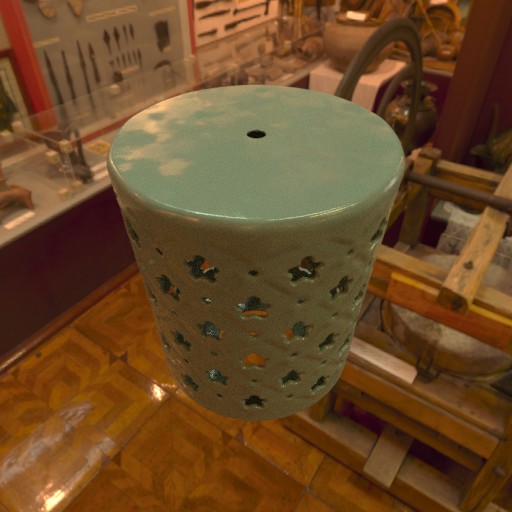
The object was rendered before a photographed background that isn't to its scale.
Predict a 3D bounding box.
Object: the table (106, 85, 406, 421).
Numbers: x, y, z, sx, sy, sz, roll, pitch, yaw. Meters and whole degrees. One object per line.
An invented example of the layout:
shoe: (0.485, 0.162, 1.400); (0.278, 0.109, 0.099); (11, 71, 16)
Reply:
table: (0.000, 0.000, 0.655); (0.352, 0.387, 0.352); (0, 41, 0)
